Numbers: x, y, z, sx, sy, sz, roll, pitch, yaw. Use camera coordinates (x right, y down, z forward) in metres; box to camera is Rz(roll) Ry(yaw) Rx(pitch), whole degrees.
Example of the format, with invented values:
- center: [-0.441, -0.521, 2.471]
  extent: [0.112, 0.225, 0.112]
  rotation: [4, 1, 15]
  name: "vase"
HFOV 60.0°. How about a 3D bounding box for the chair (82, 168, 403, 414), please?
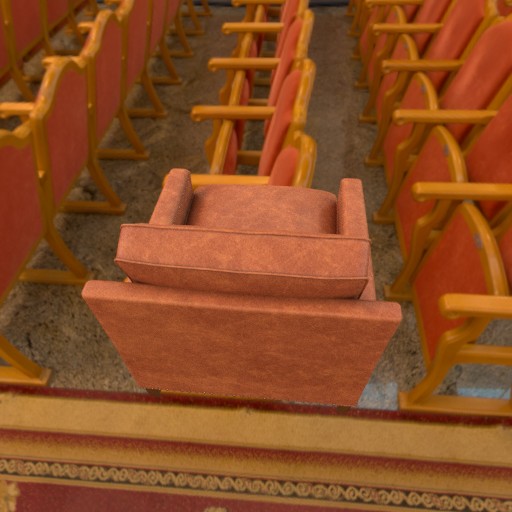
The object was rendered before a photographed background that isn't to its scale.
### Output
- center: [0.000, 0.000, 1.731]
  extent: [0.853, 0.943, 1.014]
  rotation: [4, 46, 4]
  name: "chair"
